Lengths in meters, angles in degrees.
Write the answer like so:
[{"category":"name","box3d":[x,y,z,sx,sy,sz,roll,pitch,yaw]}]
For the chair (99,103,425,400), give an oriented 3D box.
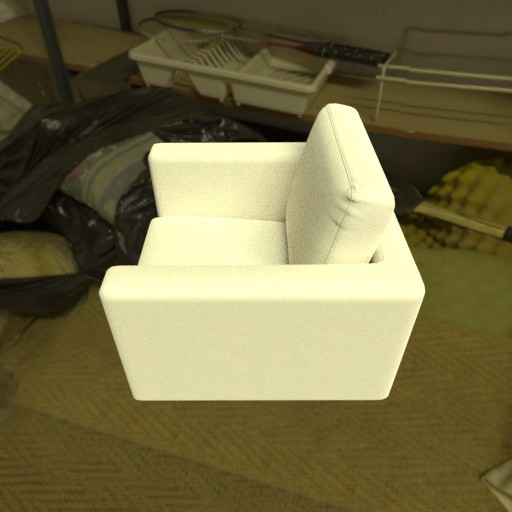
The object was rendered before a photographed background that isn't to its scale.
[{"category":"chair","box3d":[0.000,0.000,1.576,0.879,0.899,0.831,0,41,0]}]
